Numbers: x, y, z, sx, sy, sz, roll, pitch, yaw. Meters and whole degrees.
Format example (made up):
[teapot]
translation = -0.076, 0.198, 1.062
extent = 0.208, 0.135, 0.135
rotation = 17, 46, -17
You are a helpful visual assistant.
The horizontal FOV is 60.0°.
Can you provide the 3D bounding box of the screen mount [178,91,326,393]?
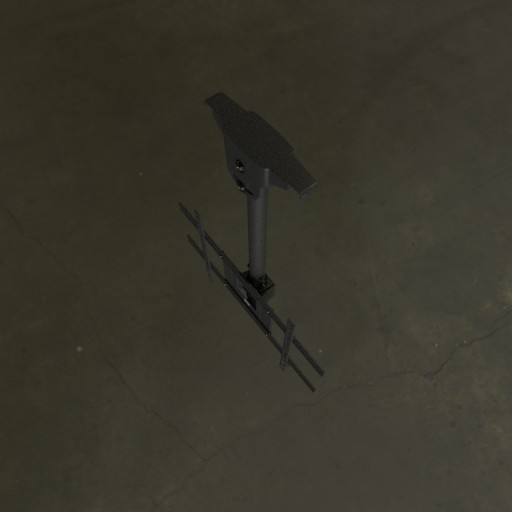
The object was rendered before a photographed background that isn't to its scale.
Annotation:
[screen mount]
translation = 0.000, 0.000, 1.049
extent = 0.090, 0.775, 0.595
rotation = -34, 67, -17
